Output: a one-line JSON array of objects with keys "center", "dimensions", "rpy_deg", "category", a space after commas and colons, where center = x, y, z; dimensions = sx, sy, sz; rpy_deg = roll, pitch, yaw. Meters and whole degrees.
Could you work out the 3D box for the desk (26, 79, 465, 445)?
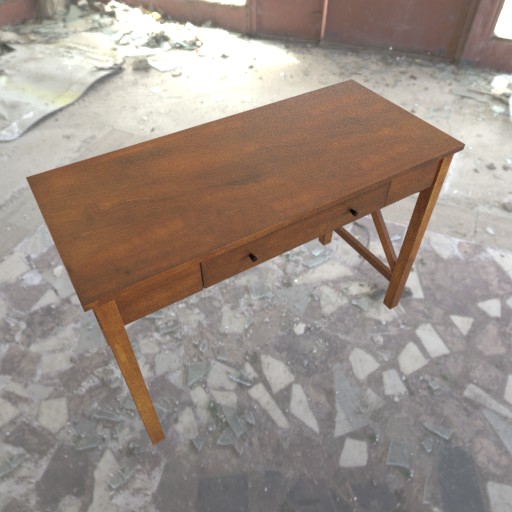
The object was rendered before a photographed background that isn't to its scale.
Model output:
[{"center": [0.000, 0.000, 1.500], "dimensions": [1.117, 0.762, 0.508], "rpy_deg": [-24, 51, -21], "category": "desk"}]
